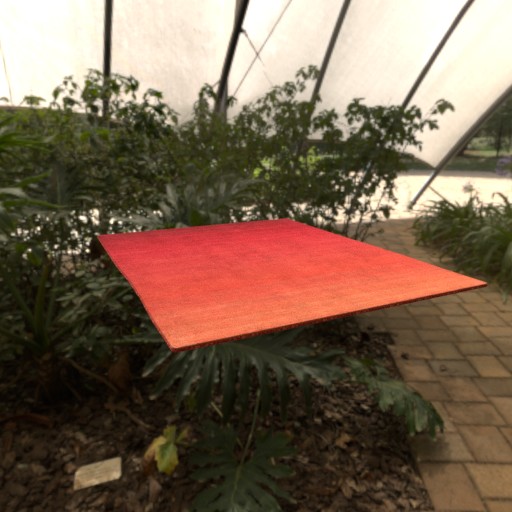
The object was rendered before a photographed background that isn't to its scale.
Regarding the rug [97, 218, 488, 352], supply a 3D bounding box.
[{"bbox_3d":[0.000,0.000,3.943,2.340,0.028,2.905,-7,17,-25],"label":"rug"}]
